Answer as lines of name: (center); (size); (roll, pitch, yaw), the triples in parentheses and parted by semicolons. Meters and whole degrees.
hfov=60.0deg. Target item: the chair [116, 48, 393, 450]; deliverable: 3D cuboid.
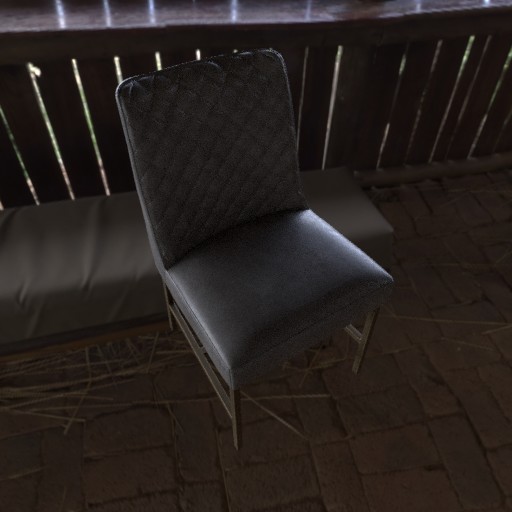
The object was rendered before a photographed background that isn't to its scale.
chair: (0.000, 0.000, 1.234); (0.508, 0.889, 0.587); (-24, 50, -23)
